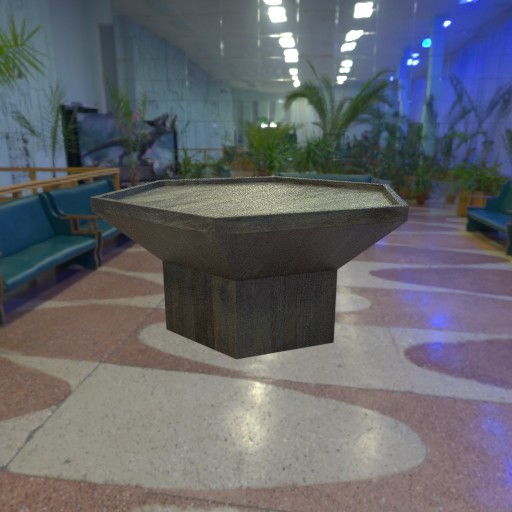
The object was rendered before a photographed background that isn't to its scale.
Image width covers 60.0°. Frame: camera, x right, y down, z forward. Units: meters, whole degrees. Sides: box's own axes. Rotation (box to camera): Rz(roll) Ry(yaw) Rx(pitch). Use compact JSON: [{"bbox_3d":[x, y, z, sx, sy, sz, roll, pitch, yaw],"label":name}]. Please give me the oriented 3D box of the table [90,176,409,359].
[{"bbox_3d":[0.000,0.000,1.645,0.966,0.488,1.115,3,15,10],"label":"table"}]
